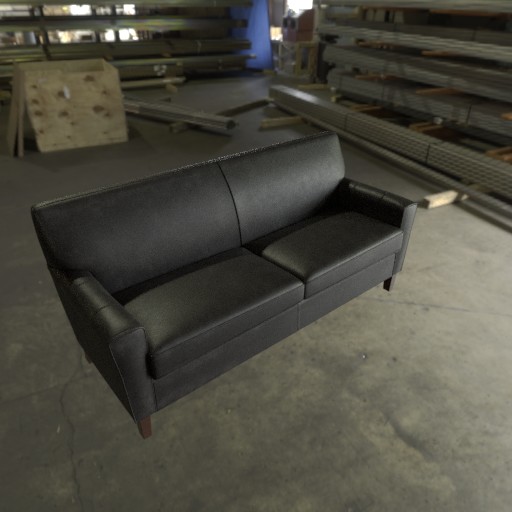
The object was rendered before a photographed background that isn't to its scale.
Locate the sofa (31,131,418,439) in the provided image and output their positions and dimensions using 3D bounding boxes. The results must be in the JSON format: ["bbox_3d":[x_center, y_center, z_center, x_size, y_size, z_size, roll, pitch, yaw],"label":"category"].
[{"bbox_3d":[0.000,0.000,2.552,2.053,0.947,0.805,-23,37,-33],"label":"sofa"}]
